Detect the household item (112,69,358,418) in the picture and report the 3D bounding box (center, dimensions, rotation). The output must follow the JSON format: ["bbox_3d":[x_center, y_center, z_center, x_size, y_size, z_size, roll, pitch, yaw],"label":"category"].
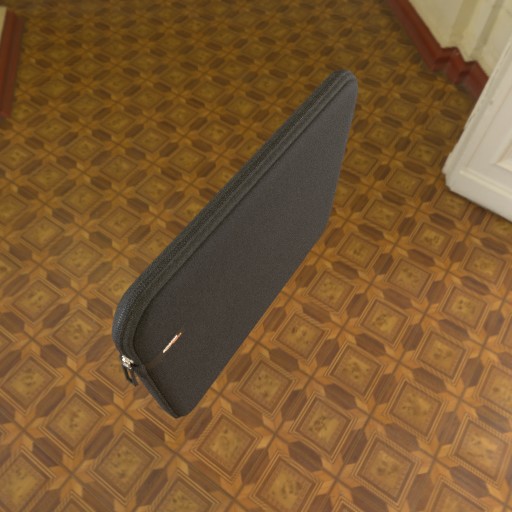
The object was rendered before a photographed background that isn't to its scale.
[{"bbox_3d":[0.000,0.000,0.521,0.030,0.305,0.396,30,62,18],"label":"household item"}]
